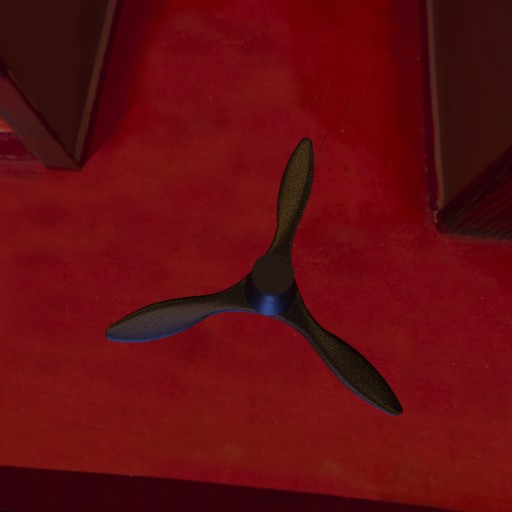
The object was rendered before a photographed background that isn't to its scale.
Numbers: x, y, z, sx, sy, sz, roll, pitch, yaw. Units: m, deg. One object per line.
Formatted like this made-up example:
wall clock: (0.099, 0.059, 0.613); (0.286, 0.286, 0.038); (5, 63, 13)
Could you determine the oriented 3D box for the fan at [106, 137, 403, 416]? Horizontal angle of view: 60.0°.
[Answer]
fan: (0.000, 0.000, 1.604); (1.067, 0.305, 1.067); (2, 75, 1)
